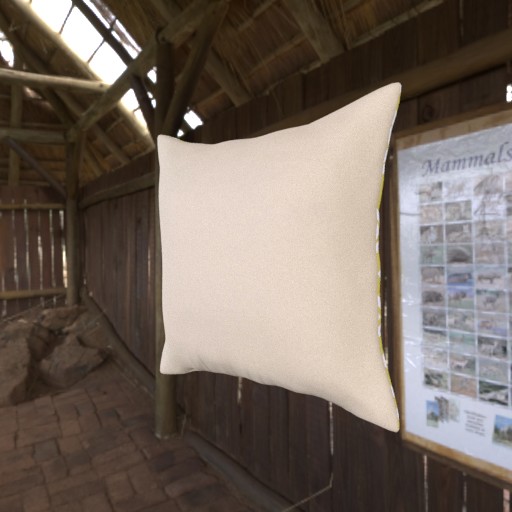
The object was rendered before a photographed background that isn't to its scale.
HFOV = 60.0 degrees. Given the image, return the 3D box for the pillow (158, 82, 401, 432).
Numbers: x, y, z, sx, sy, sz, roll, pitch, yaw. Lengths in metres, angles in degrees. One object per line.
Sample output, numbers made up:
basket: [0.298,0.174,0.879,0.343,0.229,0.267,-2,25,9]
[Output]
pillow: [0.000,0.000,0.772,0.504,0.494,0.188,1,1,37]
